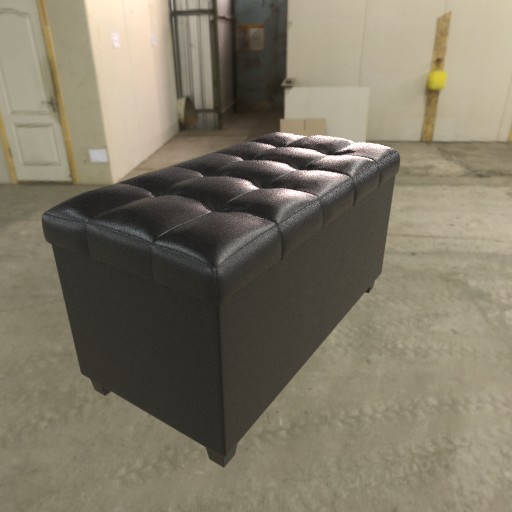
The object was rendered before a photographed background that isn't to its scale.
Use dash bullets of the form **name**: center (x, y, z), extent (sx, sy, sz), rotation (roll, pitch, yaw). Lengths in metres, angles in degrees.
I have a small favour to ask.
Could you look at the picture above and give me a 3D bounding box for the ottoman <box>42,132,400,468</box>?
- **ottoman**: center (0.000, 0.000, 1.112), extent (0.432, 0.470, 0.838), rotation (17, 31, 30)
